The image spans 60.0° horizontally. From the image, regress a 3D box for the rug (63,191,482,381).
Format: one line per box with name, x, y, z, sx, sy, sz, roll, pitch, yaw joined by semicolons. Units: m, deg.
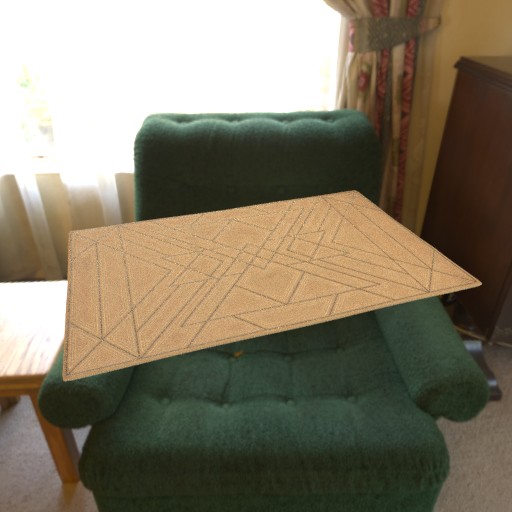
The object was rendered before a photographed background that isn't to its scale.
rug;0.000;0.000;3.059;2.459;0.023;1.575;-10;33;-16
